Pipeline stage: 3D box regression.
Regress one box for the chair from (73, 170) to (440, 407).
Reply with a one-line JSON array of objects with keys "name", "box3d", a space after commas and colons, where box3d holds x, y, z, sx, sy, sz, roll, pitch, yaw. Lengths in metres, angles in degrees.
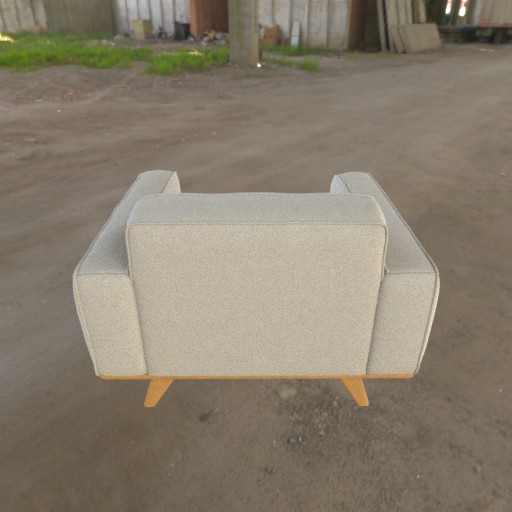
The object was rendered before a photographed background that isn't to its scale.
[{"name": "chair", "box3d": [0.000, 0.000, 1.761, 1.115, 0.779, 0.953, 0, 29, 0]}]
